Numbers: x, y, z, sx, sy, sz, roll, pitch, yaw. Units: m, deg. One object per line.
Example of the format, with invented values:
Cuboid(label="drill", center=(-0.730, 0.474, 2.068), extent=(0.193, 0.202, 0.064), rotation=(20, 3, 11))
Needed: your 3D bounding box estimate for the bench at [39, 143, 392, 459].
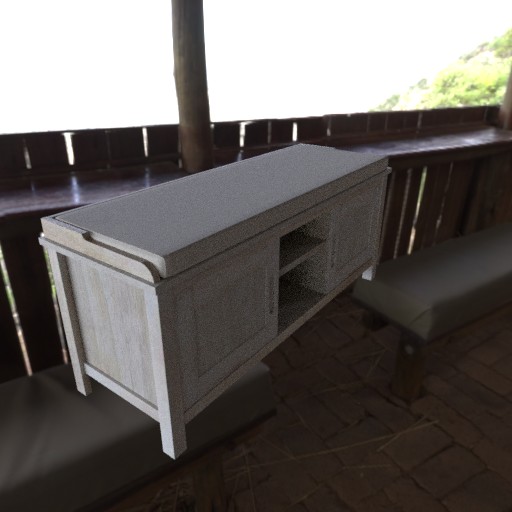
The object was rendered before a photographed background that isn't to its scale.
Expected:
Cuboid(label="bench", center=(0.000, 0.000, 1.411), extent=(0.398, 0.501, 1.140), rotation=(17, 30, 33))
